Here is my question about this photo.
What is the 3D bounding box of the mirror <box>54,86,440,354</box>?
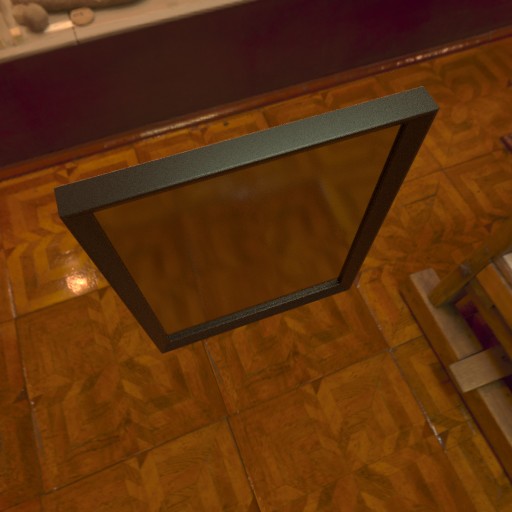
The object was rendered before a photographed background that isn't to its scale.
[{"bbox_3d":[0.000,0.000,0.680,0.406,0.509,0.041,-18,65,-9],"label":"mirror"}]
